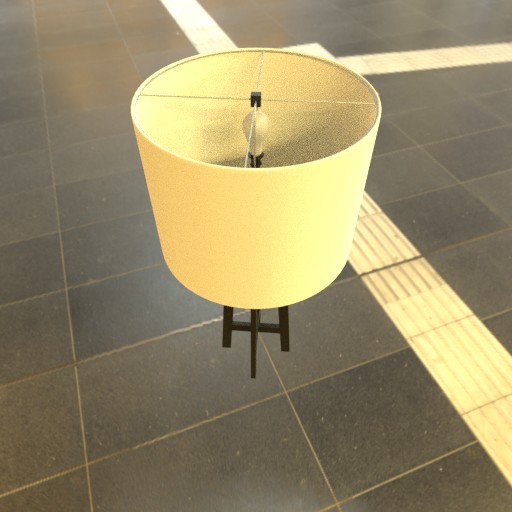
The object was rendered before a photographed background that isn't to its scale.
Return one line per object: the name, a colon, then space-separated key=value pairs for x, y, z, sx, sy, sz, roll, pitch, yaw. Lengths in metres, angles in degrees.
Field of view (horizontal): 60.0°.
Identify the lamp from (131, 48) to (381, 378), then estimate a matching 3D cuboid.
lamp: x=0.000 y=0.000 z=0.638 sx=0.257 sy=0.489 sz=0.257 roll=-32 pitch=54 yaw=-27
